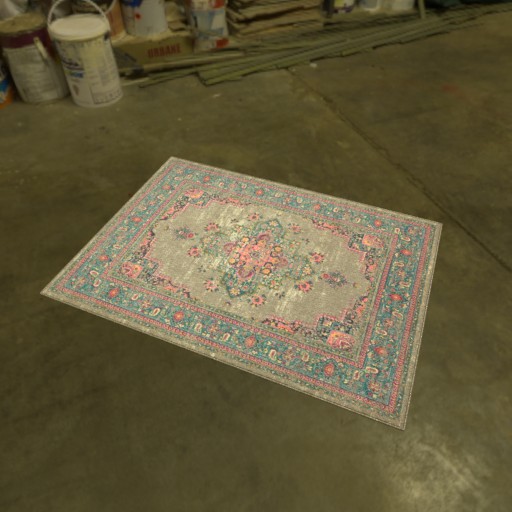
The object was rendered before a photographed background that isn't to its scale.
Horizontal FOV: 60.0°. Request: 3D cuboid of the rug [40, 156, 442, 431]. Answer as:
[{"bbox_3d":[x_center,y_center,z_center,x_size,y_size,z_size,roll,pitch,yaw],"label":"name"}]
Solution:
[{"bbox_3d":[0.000,0.000,2.936,2.214,0.013,1.609,17,49,15],"label":"rug"}]
